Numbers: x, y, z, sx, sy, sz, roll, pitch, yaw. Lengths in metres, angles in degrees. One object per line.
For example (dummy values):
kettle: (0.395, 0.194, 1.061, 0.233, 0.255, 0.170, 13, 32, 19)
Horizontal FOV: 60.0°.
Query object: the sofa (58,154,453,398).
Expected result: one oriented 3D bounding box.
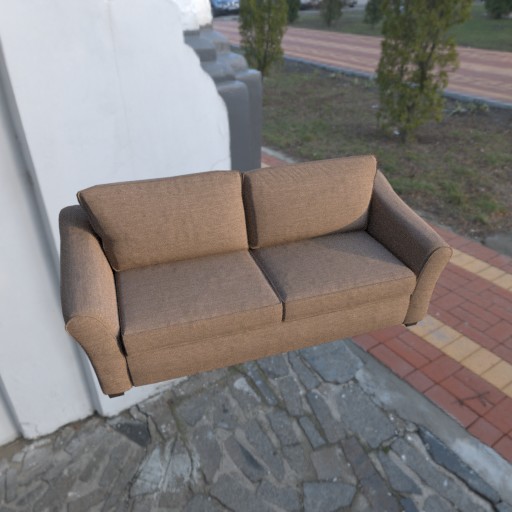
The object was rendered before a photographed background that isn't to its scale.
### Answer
sofa: (0.000, 0.000, 2.806, 2.270, 0.965, 0.980, -10, 33, -16)
